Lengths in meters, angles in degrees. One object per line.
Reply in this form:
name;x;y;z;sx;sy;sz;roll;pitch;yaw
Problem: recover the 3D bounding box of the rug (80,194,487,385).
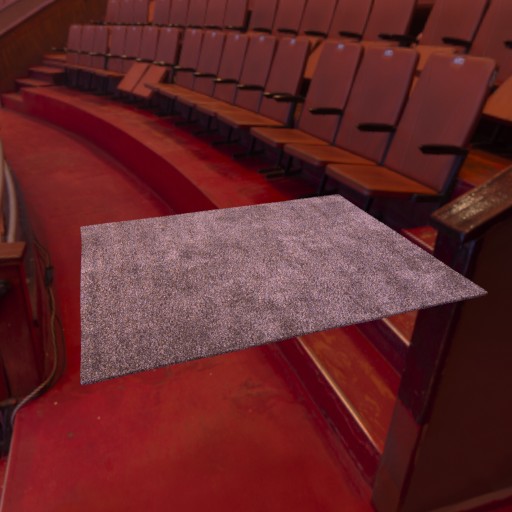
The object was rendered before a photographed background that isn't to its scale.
rug;0.000;0.000;4.020;3.000;0.025;2.401;-9;29;-17
